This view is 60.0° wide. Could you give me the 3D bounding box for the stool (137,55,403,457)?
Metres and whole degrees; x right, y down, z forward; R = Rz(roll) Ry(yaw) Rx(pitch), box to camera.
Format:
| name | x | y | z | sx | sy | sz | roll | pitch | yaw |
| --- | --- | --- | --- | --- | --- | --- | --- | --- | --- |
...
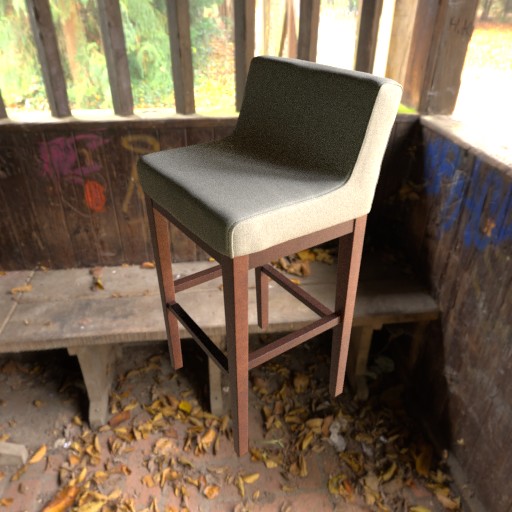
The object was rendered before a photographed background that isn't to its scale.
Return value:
| name | x | y | z | sx | sy | sz | roll | pitch | yaw |
| --- | --- | --- | --- | --- | --- | --- | --- | --- | --- |
| stool | 0.000 | 0.000 | 1.330 | 0.500 | 1.037 | 0.511 | -20 | 37 | -29 |
